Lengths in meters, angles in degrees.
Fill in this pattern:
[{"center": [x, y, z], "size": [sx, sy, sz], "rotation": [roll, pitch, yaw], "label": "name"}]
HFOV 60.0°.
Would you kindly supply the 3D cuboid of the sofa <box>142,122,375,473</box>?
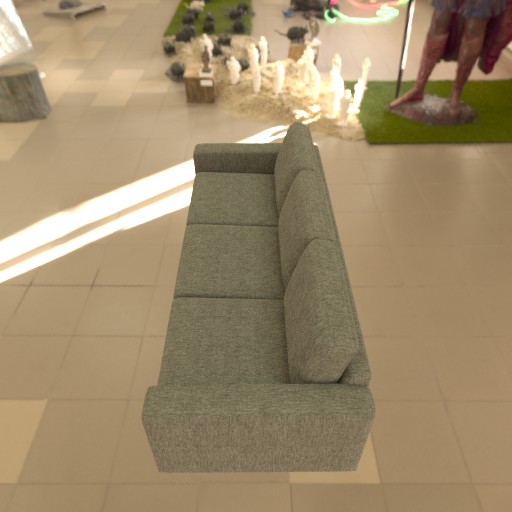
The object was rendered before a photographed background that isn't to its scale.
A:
[{"center": [0.000, 0.000, 2.551], "size": [0.900, 0.800, 2.160], "rotation": [0, 42, 0], "label": "sofa"}]
